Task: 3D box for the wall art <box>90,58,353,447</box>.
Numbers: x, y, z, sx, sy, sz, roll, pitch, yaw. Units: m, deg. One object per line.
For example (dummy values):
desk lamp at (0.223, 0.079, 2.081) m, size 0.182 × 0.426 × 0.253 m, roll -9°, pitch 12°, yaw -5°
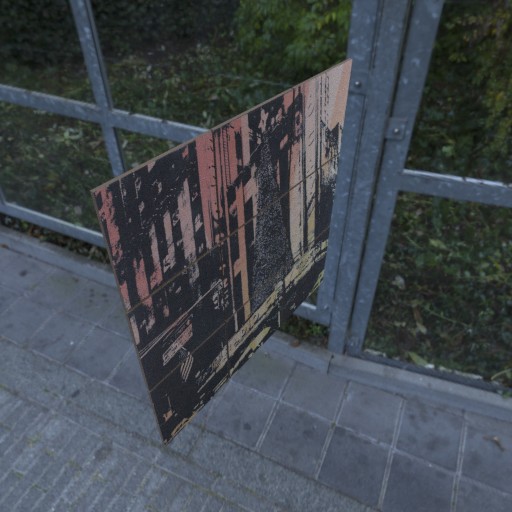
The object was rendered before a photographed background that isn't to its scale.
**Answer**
wall art at (0.000, 0.000, 1.768) m, size 0.013 × 1.216 × 1.216 m, roll 27°, pitch 48°, yaw 28°
